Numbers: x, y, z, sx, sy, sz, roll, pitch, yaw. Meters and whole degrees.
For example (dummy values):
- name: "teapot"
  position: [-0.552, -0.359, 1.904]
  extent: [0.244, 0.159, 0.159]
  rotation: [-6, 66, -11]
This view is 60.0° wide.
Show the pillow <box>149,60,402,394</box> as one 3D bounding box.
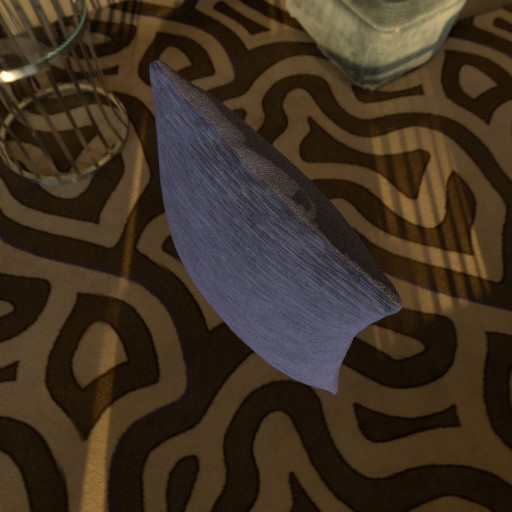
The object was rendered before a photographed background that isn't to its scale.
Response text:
- name: "pillow"
  position: [0.000, 0.000, 0.698]
  extent: [0.204, 0.439, 0.452]
  rotation: [-35, 68, -16]
